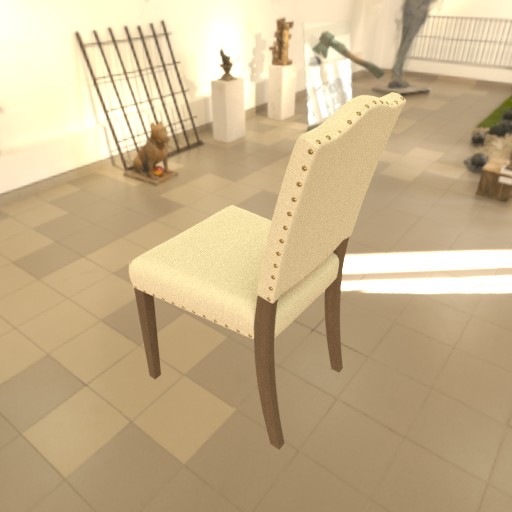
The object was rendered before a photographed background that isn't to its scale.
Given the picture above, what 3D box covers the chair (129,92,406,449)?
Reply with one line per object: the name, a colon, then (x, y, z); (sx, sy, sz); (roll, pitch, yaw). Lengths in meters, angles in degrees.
chair: (0.000, 0.000, 1.353); (0.619, 1.015, 0.508); (22, 39, 30)
